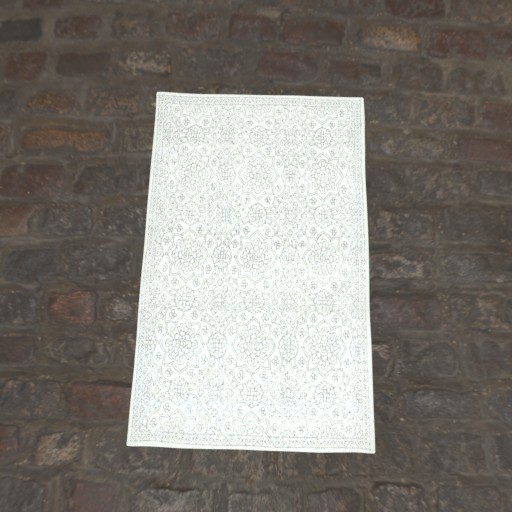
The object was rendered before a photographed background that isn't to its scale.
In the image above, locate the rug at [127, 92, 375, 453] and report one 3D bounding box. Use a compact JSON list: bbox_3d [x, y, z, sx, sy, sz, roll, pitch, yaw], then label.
[{"bbox_3d":[0.000,0.000,2.973,1.518,0.023,2.434,1,77,0],"label":"rug"}]
